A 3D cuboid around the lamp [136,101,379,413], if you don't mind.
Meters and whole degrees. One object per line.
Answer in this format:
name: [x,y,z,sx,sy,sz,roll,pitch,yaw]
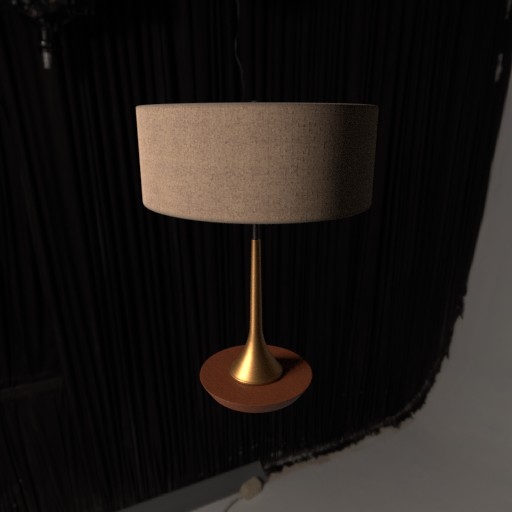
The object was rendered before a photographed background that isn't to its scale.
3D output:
lamp: [0.000,0.000,0.834,0.396,0.551,0.417,-8,19,-25]
